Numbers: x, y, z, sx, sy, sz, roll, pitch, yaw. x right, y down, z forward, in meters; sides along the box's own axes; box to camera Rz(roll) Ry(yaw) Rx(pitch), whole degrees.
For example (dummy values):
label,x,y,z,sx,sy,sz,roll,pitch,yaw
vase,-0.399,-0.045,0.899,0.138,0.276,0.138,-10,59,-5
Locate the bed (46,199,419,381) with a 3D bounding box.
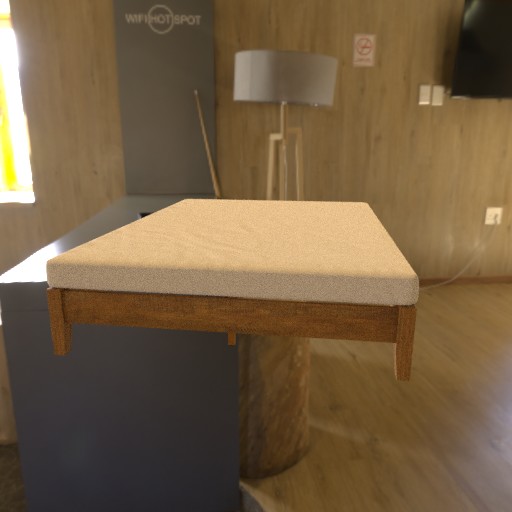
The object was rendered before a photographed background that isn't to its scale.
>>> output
label,x,y,z,sx,sy,sz,roll,pitch,yaw
bed,0.000,0.000,2.758,1.536,0.431,2.016,2,15,8
